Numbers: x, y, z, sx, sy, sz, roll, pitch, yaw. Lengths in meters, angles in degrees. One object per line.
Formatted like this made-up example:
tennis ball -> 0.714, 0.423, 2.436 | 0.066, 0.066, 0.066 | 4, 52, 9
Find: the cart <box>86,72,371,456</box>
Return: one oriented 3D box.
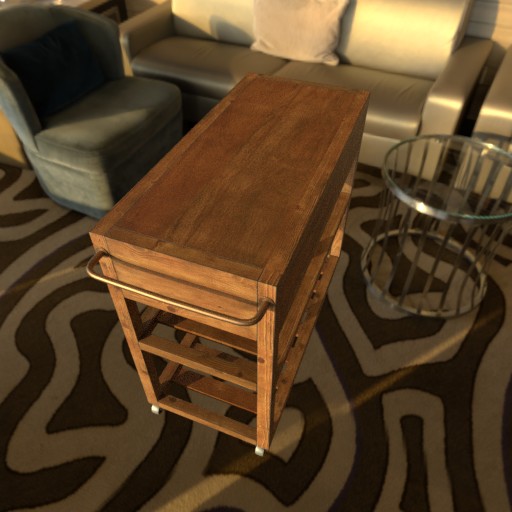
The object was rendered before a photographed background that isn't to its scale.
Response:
cart -> 0.000, 0.000, 1.491 | 0.445, 0.830, 1.065 | 15, 47, 15
